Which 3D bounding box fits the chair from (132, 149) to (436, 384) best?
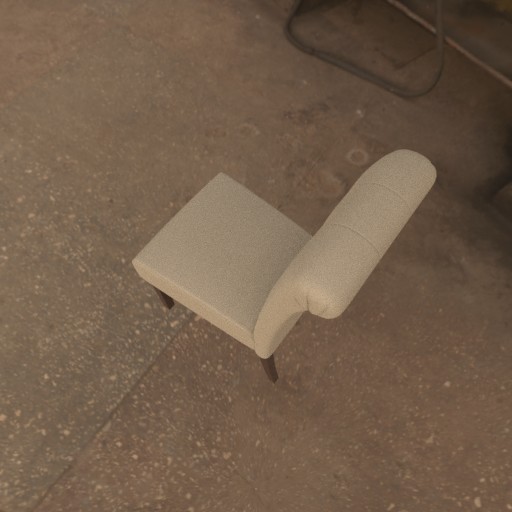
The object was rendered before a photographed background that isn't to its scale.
[{"bbox_3d":[0.000,0.000,1.353,0.671,1.006,0.456,34,67,16],"label":"chair"}]
